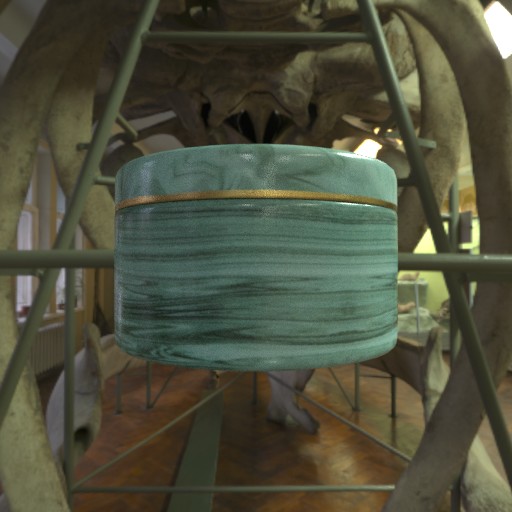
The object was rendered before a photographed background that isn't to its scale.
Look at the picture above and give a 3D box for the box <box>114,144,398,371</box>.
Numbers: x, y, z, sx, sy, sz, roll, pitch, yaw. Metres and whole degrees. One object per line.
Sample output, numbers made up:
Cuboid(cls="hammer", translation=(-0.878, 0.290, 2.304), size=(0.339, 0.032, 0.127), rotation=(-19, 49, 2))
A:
Cuboid(cls="box", translation=(0.000, 0.000, 0.166), size=(0.101, 0.063, 0.101), rotation=(0, -1, 0))
